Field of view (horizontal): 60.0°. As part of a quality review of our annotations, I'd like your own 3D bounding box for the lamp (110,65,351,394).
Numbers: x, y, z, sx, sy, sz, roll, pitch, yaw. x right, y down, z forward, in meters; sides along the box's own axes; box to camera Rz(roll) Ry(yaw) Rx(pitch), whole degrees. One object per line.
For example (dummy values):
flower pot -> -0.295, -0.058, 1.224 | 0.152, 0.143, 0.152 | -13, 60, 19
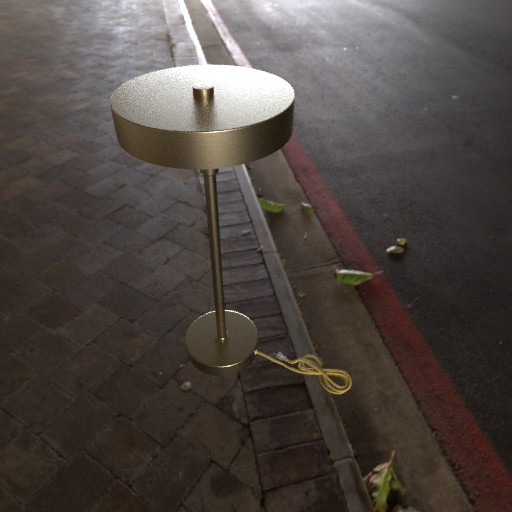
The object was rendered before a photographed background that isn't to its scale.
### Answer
lamp -> 0.000, 0.000, 0.694 | 0.369, 0.508, 0.229 | 14, 42, 16
